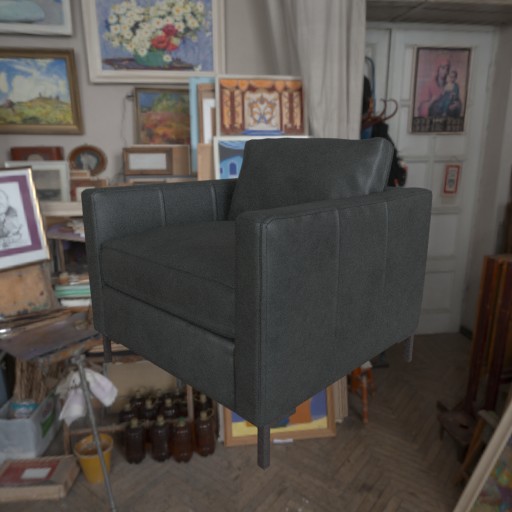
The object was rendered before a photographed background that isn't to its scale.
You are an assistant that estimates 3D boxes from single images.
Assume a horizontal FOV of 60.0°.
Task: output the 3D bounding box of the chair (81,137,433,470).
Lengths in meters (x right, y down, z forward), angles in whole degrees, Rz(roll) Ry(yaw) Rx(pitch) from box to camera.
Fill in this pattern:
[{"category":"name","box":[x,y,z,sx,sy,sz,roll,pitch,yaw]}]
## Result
[{"category":"chair","box":[0.000,0.000,1.508,0.967,0.824,0.861,13,19,43]}]
